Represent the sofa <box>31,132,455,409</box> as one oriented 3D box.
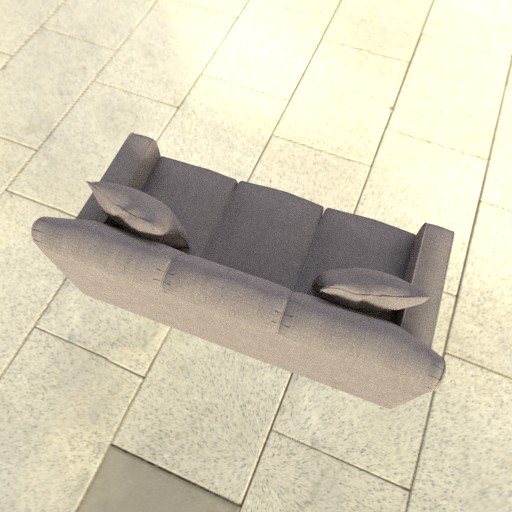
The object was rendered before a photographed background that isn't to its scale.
[{"bbox_3d":[0.000,0.000,2.557,2.024,0.958,0.997,19,66,9],"label":"sofa"}]
